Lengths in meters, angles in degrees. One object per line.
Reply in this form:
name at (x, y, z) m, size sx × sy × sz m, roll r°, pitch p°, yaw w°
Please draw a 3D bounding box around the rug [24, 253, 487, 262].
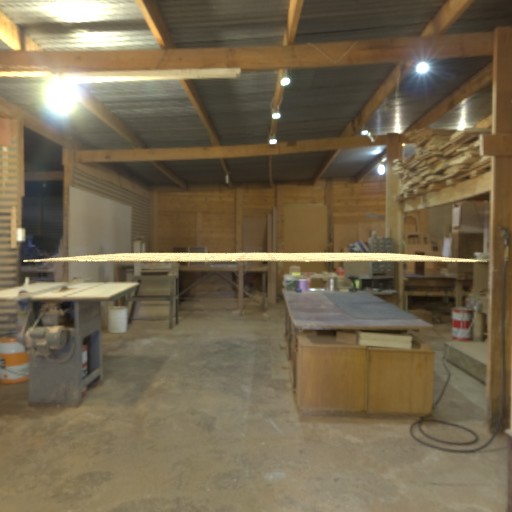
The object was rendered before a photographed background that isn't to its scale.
rug at (0.000, 0.000, 4.466) m, size 3.419 × 0.020 × 2.441 m, roll 0°, pitch 2°, yaw 1°
